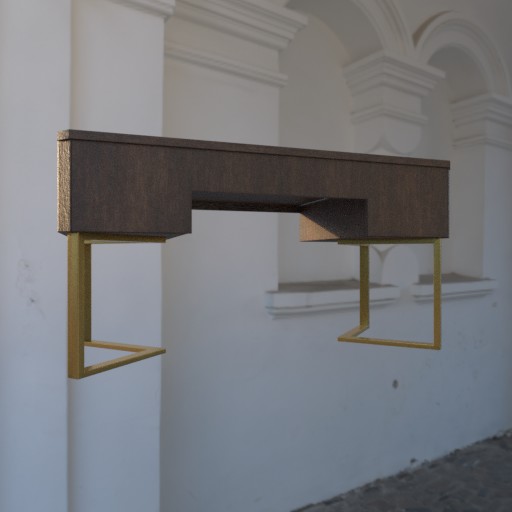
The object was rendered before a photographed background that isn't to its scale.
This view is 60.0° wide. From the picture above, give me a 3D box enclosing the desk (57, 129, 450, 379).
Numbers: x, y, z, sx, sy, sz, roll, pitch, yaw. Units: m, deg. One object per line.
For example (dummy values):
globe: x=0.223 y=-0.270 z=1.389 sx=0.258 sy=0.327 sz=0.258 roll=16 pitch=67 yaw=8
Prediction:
desk: x=0.000 y=0.000 z=1.875 sx=1.479 sy=0.762 sz=0.684 roll=0 pitch=0 yaw=-18
